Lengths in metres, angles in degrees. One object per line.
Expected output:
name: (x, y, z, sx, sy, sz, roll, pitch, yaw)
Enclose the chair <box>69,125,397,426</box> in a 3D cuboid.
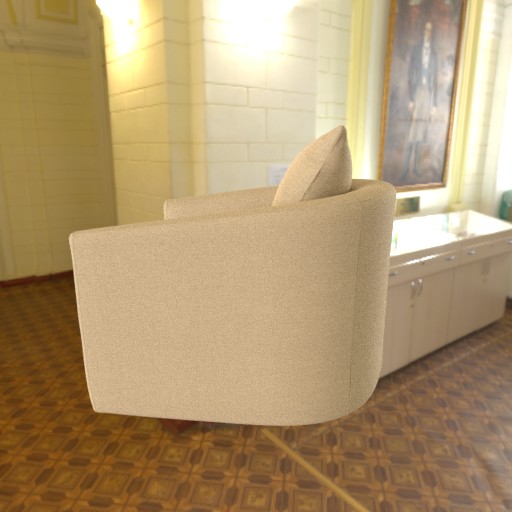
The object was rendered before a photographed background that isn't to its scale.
chair: (0.000, 0.000, 1.551, 0.910, 0.848, 0.845, 2, 14, 7)
